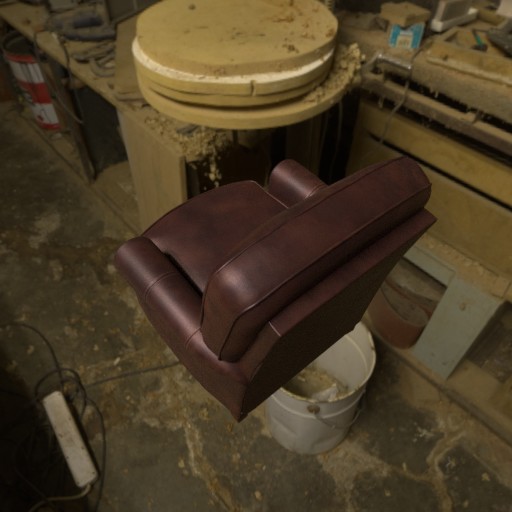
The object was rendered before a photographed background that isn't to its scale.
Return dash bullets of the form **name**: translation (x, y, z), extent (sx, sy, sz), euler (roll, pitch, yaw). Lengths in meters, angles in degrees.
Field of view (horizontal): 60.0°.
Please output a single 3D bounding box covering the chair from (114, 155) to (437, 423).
- **chair**: translation (0.000, 0.000, 1.755), extent (0.936, 1.018, 0.986), euler (-32, 55, -26)
